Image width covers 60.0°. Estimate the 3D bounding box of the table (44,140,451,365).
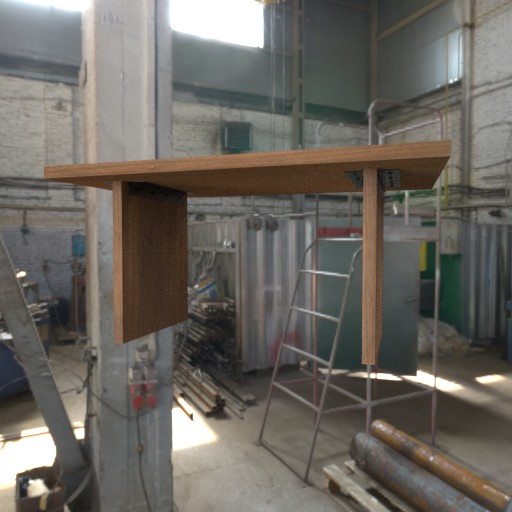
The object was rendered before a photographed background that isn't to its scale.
[{"bbox_3d":[0.000,0.000,2.112,1.609,0.780,0.946,1,2,18],"label":"table"}]
